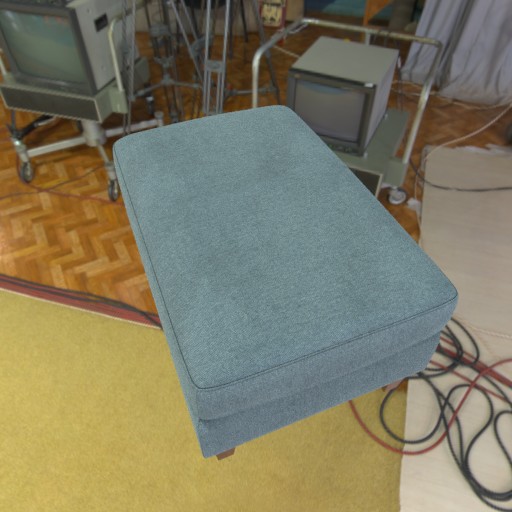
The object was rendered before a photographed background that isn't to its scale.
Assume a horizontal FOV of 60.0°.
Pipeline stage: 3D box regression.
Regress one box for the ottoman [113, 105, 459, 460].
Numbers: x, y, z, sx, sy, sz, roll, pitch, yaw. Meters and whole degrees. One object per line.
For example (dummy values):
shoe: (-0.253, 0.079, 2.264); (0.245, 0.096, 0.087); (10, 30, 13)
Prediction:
ottoman: (0.000, 0.000, 1.206); (0.584, 0.483, 0.864); (-16, 49, -15)
